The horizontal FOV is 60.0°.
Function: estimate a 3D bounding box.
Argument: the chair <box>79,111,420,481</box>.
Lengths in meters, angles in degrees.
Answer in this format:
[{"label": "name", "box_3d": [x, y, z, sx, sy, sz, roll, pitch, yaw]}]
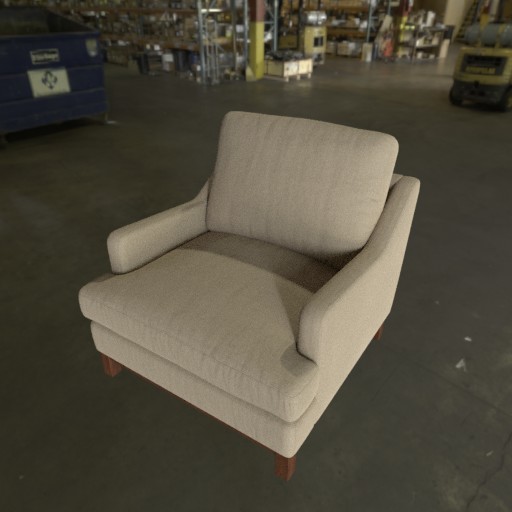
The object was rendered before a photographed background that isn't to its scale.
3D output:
[{"label": "chair", "box_3d": [0.000, 0.000, 1.695, 0.912, 0.916, 1.001, 18, 35, 29]}]
